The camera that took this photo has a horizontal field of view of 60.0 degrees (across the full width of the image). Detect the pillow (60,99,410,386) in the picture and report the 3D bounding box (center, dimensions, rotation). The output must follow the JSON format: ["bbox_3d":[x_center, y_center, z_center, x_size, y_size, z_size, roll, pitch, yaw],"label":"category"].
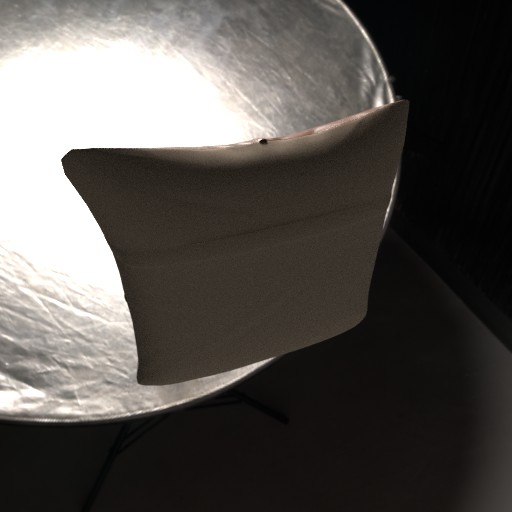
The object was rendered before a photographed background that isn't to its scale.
[{"bbox_3d":[0.000,0.000,0.721,0.484,0.470,0.192,-14,43,-15],"label":"pillow"}]
